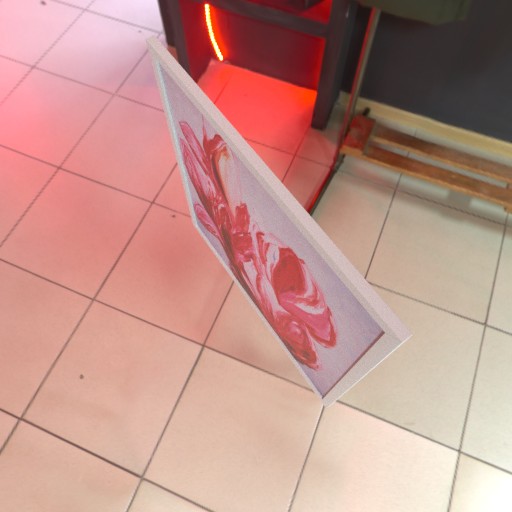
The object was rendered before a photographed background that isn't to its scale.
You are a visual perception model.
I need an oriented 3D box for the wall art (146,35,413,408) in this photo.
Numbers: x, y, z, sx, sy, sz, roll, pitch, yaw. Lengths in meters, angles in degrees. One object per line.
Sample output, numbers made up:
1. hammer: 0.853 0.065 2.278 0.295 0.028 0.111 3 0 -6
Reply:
1. wall art: 0.000 0.000 1.174 0.022 0.803 0.805 -32 68 -14
